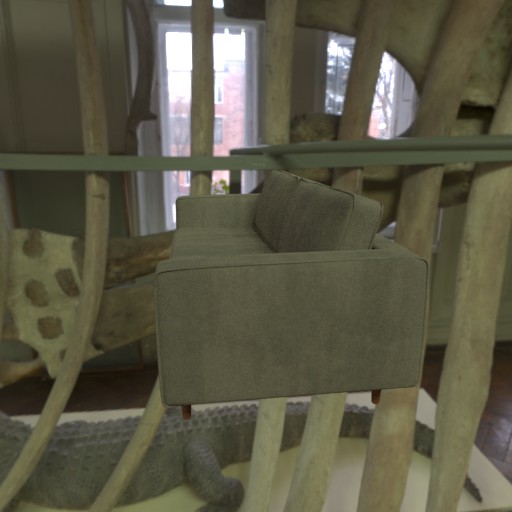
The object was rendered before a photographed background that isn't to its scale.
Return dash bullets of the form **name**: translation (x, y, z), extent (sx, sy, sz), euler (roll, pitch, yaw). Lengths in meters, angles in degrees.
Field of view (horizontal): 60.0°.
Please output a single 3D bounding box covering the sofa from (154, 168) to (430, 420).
- **sofa**: translation (0.000, 0.000, 2.354), extent (0.924, 0.825, 1.920), euler (-2, 15, -8)
